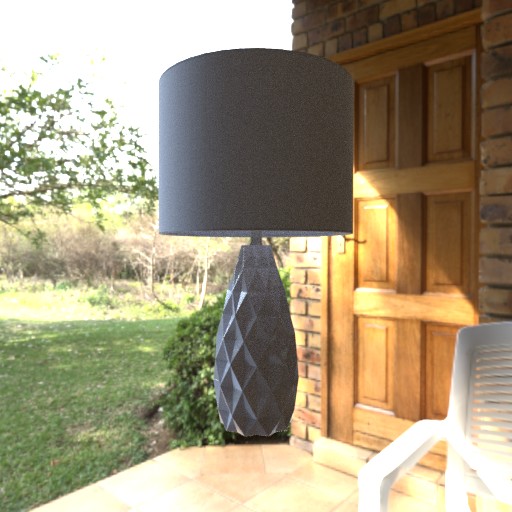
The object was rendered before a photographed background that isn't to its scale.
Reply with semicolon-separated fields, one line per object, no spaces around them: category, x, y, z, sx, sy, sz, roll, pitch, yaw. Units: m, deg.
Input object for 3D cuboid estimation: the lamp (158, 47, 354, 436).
lamp;0.000;0.000;0.693;0.297;0.522;0.297;0;1;0
